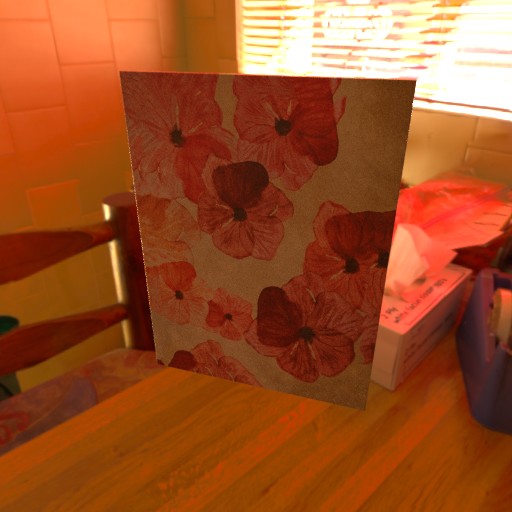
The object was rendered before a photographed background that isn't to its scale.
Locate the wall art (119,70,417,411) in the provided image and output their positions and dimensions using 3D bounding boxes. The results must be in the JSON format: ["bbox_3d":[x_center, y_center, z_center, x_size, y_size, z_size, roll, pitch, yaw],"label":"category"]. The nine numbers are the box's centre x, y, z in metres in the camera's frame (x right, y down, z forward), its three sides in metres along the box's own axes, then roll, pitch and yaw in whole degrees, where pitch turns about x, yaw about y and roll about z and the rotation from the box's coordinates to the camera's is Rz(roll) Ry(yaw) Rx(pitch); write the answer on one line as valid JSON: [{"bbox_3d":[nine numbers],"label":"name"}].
[{"bbox_3d":[0.000,0.000,1.334,0.762,1.015,0.031,8,29,15],"label":"wall art"}]
